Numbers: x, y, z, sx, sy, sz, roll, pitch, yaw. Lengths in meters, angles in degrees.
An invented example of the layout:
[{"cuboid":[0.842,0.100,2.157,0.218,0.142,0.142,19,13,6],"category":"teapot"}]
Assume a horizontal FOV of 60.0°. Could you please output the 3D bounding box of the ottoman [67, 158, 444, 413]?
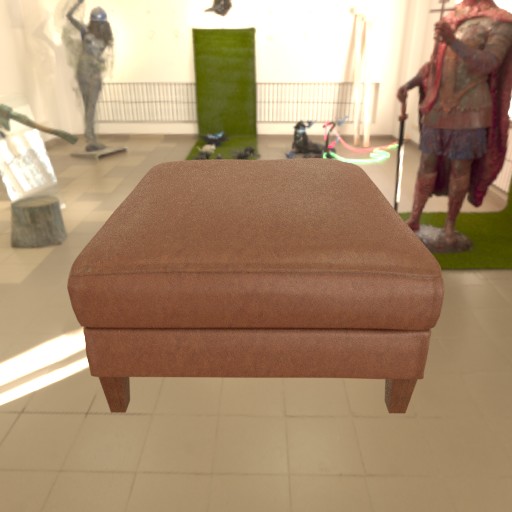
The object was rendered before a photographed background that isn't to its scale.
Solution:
[{"cuboid":[0.000,0.000,1.448,0.836,0.472,0.987,0,26,0],"category":"ottoman"}]
